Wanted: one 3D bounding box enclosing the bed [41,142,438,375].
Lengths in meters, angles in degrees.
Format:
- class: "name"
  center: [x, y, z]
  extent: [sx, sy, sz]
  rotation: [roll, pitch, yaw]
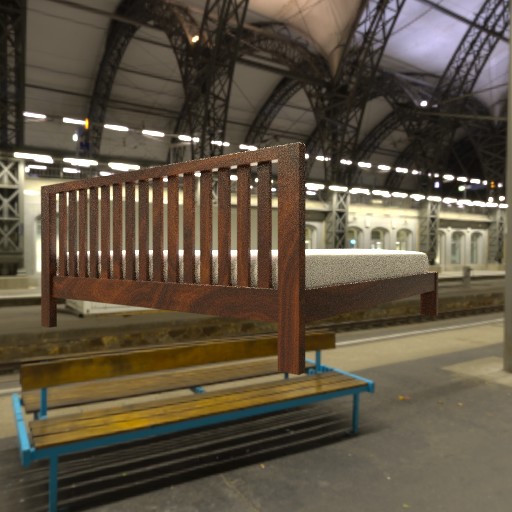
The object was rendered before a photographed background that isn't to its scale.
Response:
- class: "bed"
  center: [0.000, 0.000, 3.076]
  extent: [1.905, 0.890, 2.030]
  rotation: [0, 1, 36]
